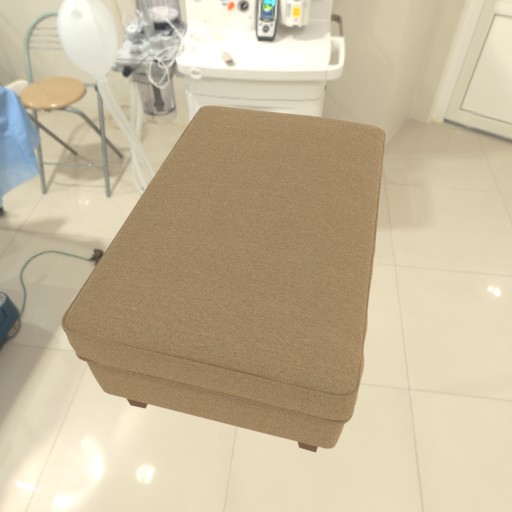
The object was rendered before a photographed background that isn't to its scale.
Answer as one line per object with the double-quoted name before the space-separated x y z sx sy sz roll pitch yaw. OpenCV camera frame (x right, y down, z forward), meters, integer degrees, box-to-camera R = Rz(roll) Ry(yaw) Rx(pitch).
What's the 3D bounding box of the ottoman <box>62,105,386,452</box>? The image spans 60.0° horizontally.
"ottoman" 0.000 0.000 1.298 0.636 0.521 0.945 11 49 9
